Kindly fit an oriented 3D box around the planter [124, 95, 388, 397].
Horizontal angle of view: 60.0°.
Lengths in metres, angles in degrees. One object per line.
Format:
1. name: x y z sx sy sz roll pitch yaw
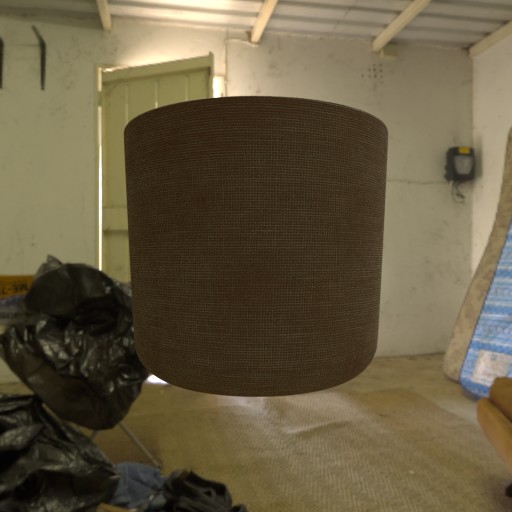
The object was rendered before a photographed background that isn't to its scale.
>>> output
1. planter: 0.000 0.000 0.769 0.440 0.398 0.440 0 0 0
